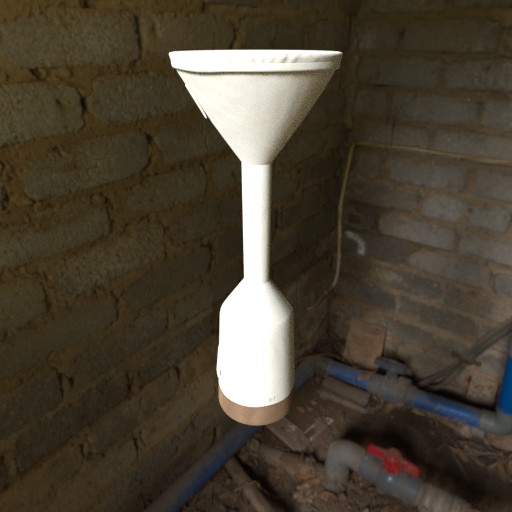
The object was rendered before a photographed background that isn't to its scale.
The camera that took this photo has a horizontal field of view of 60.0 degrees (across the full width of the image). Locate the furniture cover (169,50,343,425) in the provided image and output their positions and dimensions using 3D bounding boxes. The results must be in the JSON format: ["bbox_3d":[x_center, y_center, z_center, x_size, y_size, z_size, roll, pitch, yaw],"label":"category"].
[{"bbox_3d":[0.000,0.000,2.878,0.914,2.413,0.914,0,26,-1],"label":"furniture cover"}]
